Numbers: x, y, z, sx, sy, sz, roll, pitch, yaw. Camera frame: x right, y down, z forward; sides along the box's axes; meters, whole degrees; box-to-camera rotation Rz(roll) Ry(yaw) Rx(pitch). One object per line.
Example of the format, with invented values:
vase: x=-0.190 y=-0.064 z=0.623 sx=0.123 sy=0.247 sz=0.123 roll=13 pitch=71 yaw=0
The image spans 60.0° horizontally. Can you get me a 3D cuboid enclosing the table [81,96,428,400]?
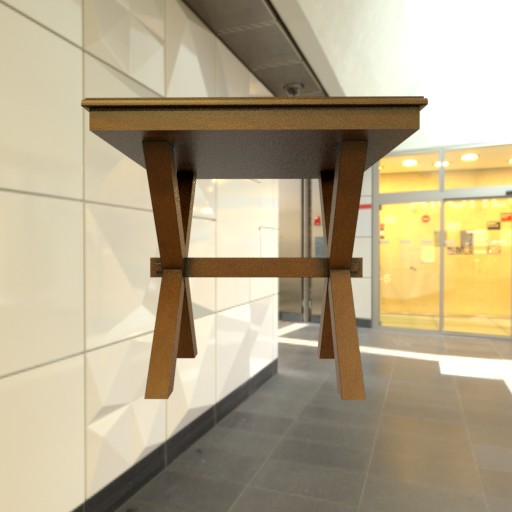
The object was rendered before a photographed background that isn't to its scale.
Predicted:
table: x=0.000 y=0.000 z=1.053 sx=0.602 sy=0.562 sz=0.560 roll=0 pitch=1 yaw=1
